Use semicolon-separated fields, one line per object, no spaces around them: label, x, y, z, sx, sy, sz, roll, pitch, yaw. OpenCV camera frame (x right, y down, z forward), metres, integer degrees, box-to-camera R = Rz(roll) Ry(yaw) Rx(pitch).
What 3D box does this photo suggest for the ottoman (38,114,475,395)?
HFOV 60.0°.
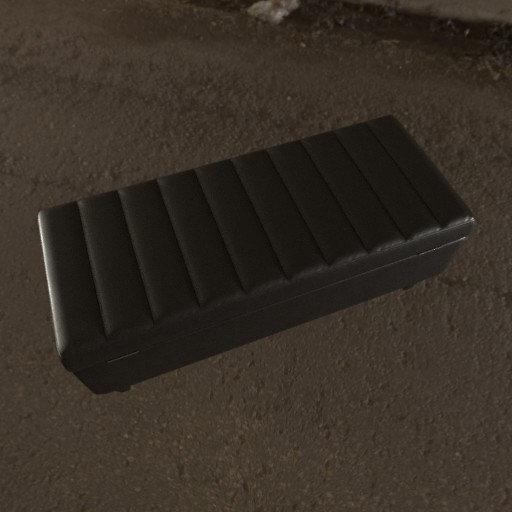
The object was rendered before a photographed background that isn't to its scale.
ottoman;0.000;0.000;1.404;1.151;0.469;0.482;-18;60;-11
